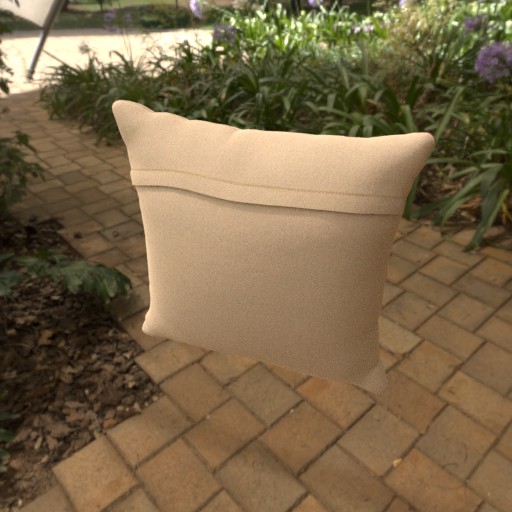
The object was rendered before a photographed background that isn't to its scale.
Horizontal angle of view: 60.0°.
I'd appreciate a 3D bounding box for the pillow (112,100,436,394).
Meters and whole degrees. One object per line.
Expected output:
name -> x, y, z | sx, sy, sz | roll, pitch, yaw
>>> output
pillow -> 0.000, 0.000, 0.795 | 0.536, 0.506, 0.229 | 10, 33, 16
